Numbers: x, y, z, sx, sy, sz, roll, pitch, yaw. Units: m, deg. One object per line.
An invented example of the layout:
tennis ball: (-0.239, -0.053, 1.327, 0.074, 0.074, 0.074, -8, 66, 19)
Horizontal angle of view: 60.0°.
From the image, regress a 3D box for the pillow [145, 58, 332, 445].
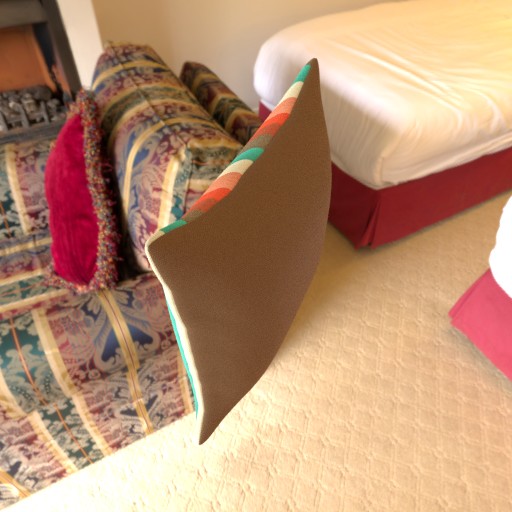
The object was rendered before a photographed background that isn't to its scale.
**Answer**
pillow: (0.000, 0.000, 0.685, 0.168, 0.443, 0.453, 18, 48, 17)
